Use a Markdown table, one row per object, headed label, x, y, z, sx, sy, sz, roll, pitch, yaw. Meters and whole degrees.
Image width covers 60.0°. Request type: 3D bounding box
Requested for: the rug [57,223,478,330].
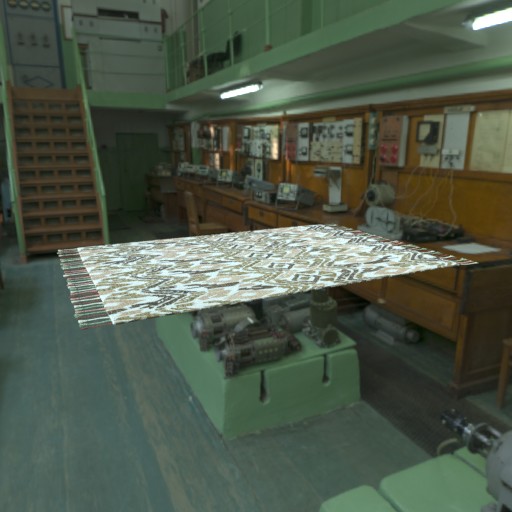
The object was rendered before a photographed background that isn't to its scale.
| label | x | y | z | sx | sy | sz | roll | pitch | yaw |
| --- | --- | --- | --- | --- | --- | --- | --- | --- | --- |
| rug | 0.000 | 0.000 | 2.287 | 1.829 | 0.008 | 1.219 | -7 | 16 | -26 |
